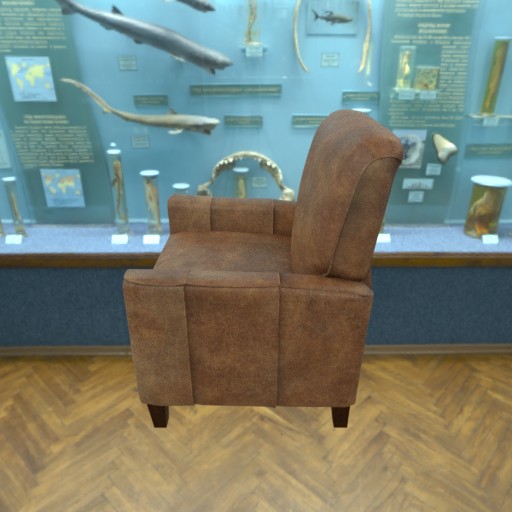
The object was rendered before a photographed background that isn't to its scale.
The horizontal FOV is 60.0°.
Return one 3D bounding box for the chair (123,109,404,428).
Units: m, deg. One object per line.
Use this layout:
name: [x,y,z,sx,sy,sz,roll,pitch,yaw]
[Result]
chair: [0.000,0.000,1.724,0.836,1.043,0.843,0,26,1]
